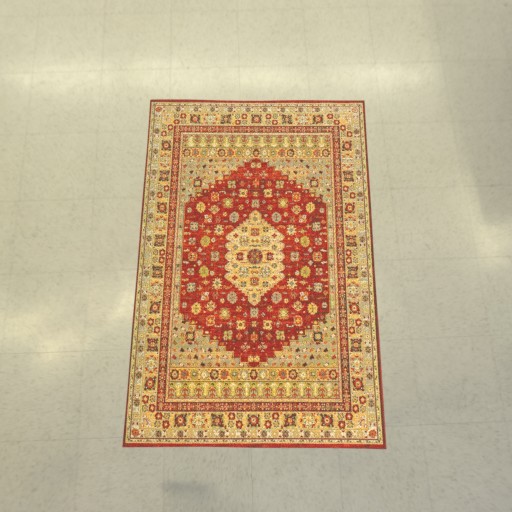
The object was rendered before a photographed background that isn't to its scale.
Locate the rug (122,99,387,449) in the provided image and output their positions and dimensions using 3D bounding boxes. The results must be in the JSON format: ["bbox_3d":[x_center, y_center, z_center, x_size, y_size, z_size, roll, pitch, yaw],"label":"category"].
[{"bbox_3d":[0.000,0.000,2.238,1.194,0.013,1.802,0,75,0],"label":"rug"}]
